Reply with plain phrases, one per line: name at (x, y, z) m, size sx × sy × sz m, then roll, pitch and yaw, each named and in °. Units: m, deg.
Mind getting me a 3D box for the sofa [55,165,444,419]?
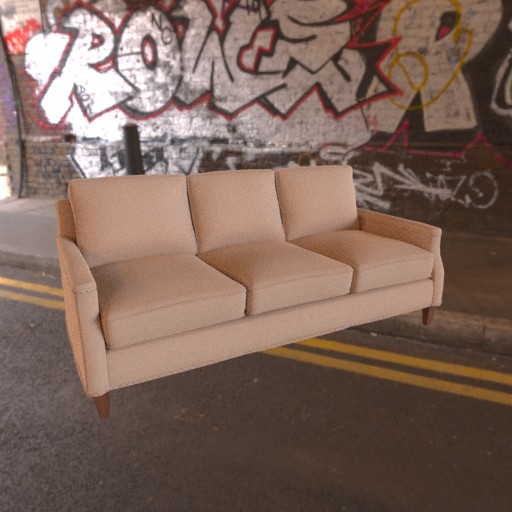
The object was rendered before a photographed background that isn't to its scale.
sofa at (0.000, 0.000, 2.777) m, size 2.246 × 1.003 × 1.084 m, roll -9°, pitch 19°, yaw -27°
